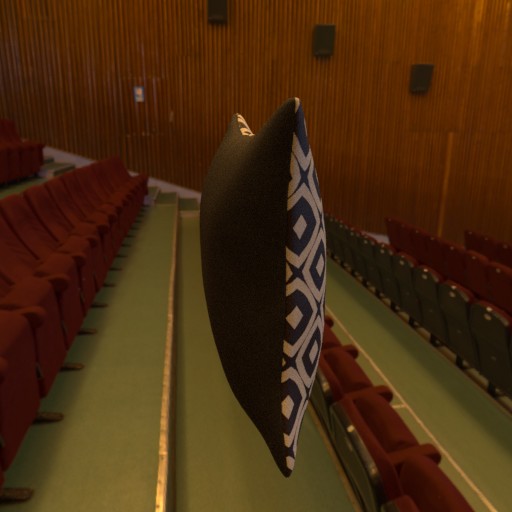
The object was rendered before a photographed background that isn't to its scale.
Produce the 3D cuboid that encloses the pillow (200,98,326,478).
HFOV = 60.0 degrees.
[{"bbox_3d":[0.000,0.000,0.777,0.188,0.494,0.504,-3,16,-9],"label":"pillow"}]
